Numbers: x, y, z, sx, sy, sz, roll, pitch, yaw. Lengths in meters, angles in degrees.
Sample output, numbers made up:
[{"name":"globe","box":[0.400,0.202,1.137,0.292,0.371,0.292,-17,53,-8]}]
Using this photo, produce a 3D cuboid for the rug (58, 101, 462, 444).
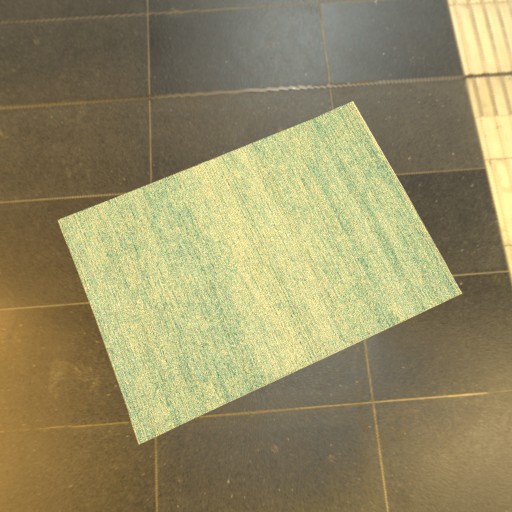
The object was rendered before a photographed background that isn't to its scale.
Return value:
[{"name":"rug","box":[0.000,0.000,3.004,2.305,0.029,1.593,-23,77,-6]}]
